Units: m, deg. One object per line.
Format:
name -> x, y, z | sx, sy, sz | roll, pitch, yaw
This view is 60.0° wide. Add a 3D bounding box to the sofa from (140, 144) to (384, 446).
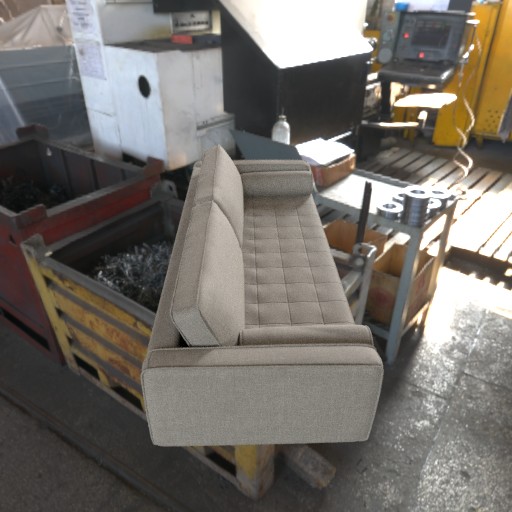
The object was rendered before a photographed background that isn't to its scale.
sofa -> 0.000, 0.000, 2.621 | 0.914, 0.762, 2.211 | -1, 32, -1
